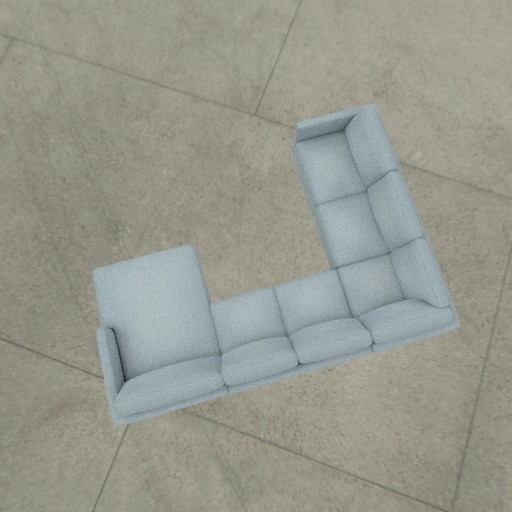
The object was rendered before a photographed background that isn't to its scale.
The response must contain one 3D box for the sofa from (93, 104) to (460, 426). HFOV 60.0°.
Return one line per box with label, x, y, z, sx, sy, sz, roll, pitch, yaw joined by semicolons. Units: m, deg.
sofa;0.000;0.000;4.641;3.403;0.889;2.551;-15;76;-4
